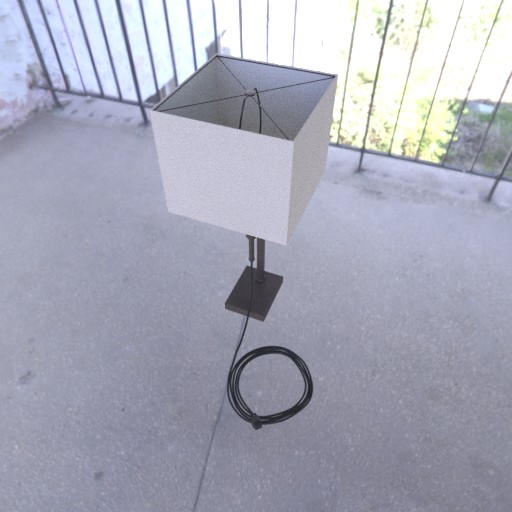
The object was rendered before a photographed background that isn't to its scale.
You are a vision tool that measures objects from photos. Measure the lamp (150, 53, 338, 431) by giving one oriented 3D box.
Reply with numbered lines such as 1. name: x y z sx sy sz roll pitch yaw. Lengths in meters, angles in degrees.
1. lamp: 0.000 0.000 1.010 0.399 0.660 0.504 17 49 15
